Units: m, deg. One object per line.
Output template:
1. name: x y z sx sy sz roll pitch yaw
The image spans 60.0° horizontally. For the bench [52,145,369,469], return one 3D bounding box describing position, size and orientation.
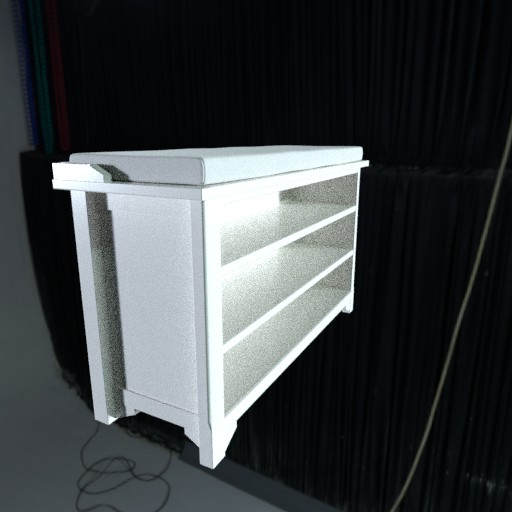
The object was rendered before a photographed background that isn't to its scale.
1. bench: 0.000 0.000 1.247 0.346 0.589 0.987 8 17 27
